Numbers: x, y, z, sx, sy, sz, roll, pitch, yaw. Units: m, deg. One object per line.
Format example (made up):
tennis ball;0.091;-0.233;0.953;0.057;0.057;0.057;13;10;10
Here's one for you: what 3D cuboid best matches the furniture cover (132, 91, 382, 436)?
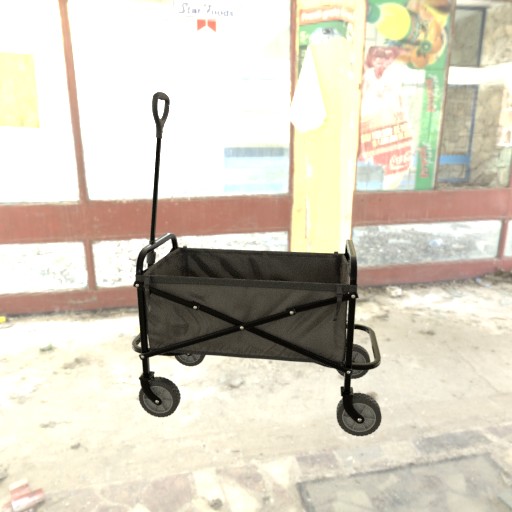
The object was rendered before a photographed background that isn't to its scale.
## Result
furniture cover;0.000;0.000;1.841;1.038;1.295;0.532;2;15;8
